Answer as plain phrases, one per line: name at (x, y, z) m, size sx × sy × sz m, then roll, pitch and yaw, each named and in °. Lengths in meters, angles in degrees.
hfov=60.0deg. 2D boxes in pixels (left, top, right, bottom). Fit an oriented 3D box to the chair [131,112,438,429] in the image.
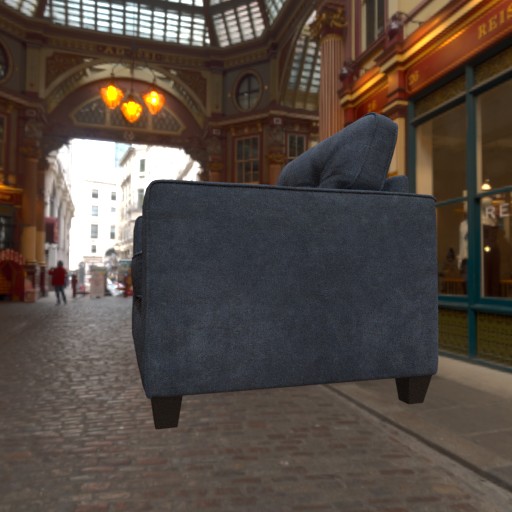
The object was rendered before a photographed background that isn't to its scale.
chair at (0.000, 0.000, 1.749) m, size 0.939 × 0.965 × 1.015 m, roll 1°, pitch -2°, yaw -17°
